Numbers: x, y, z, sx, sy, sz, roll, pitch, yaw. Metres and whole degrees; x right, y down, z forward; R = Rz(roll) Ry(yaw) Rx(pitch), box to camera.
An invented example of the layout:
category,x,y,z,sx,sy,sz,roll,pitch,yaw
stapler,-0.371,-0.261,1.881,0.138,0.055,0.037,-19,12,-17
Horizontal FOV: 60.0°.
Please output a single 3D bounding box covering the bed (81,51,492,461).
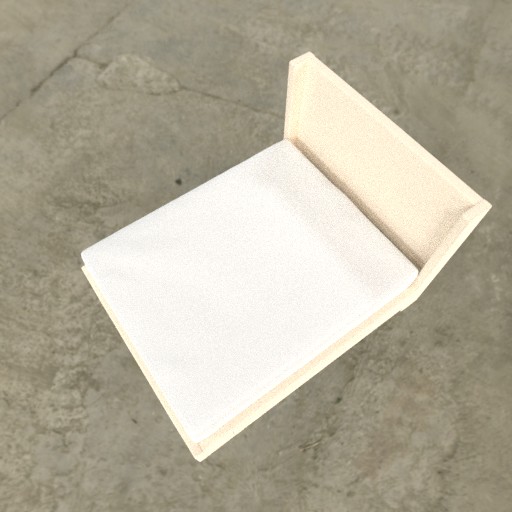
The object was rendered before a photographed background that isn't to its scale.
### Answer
category,x,y,z,sx,sy,sz,roll,pitch,yaw
bed,0.000,0.000,3.352,2.280,1.471,1.765,-32,66,-16
